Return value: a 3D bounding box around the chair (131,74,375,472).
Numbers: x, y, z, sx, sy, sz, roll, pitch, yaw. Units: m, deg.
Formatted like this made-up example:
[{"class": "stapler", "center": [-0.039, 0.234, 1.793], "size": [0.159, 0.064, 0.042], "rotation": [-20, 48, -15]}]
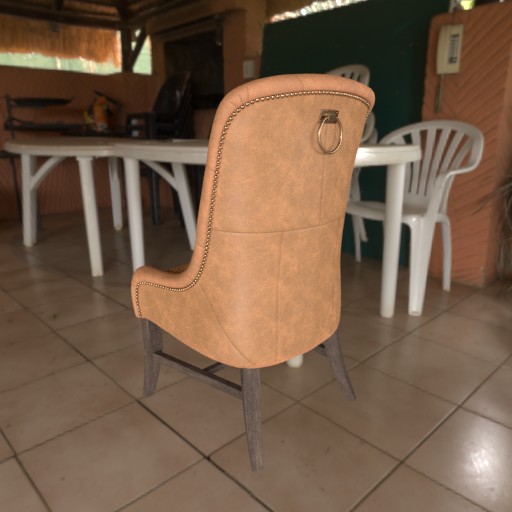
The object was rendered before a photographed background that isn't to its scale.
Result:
[{"class": "chair", "center": [0.000, 0.000, 1.493], "size": [0.634, 1.091, 0.629], "rotation": [-15, 22, -43]}]
